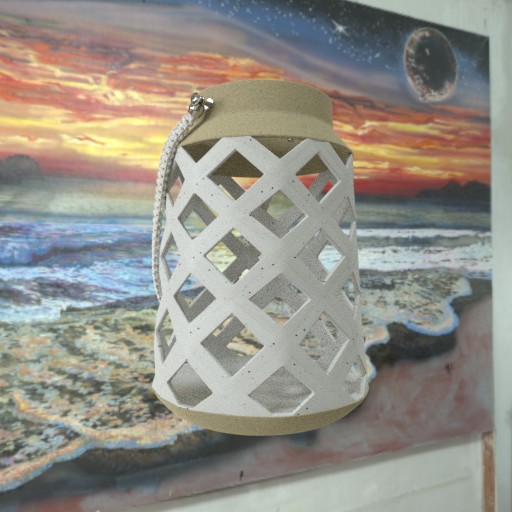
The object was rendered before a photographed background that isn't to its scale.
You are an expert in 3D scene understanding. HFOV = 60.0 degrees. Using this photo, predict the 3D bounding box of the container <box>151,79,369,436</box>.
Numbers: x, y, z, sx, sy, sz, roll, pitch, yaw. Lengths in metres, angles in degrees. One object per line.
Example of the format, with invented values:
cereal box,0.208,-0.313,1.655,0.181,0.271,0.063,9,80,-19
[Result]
container,0.000,0.000,0.343,0.172,0.229,0.163,0,-1,36
